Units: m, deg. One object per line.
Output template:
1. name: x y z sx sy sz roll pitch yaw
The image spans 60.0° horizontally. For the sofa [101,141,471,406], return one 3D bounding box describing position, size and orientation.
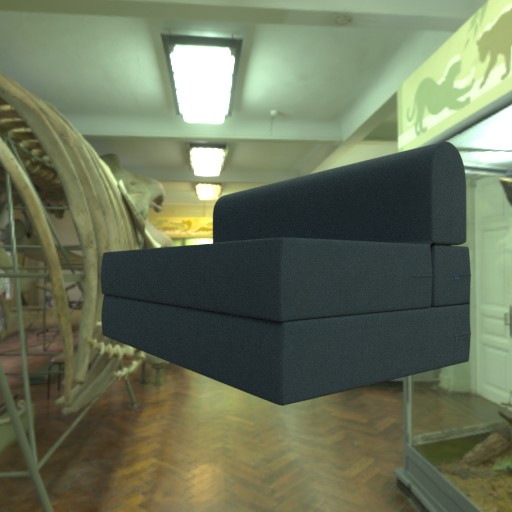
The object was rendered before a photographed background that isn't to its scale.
1. sofa: 0.000 0.000 1.627 0.762 0.660 1.219 1 -2 -36
